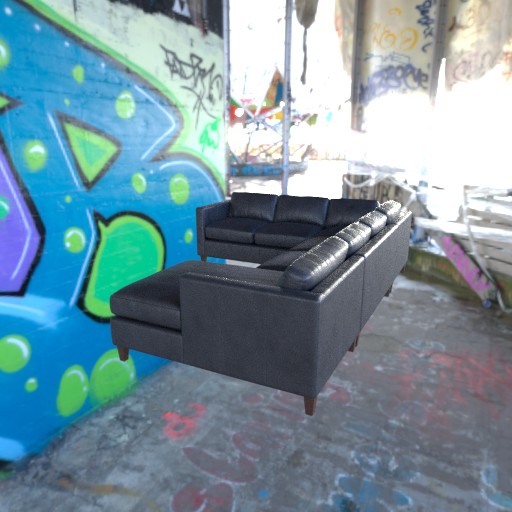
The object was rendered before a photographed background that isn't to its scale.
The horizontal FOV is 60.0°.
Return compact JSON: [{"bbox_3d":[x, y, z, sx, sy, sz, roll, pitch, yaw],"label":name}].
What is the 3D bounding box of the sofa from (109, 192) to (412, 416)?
[{"bbox_3d":[0.000,0.000,4.409,2.452,0.891,3.324,7,17,26],"label":"sofa"}]
